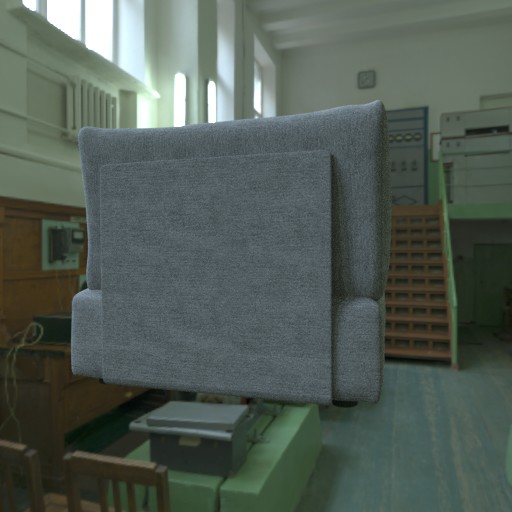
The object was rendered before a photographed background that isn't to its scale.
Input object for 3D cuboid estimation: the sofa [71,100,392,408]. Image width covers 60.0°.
[{"bbox_3d":[0.000,0.000,1.723,1.000,0.820,1.000,0,0,16],"label":"sofa"}]
